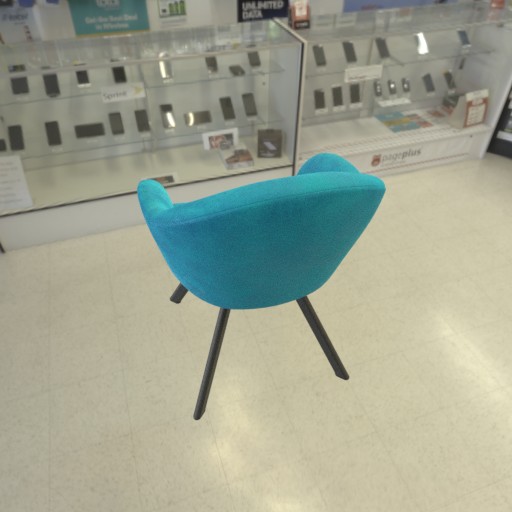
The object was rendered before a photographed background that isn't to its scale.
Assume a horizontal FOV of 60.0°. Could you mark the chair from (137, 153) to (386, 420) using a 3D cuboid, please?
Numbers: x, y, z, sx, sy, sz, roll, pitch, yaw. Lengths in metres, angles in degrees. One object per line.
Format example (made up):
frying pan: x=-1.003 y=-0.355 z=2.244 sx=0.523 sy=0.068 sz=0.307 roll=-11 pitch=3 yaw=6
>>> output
chair: x=0.000 y=0.000 z=1.204 sx=0.550 sy=0.795 sz=0.590 roll=-11 pitch=43 yaw=-12
